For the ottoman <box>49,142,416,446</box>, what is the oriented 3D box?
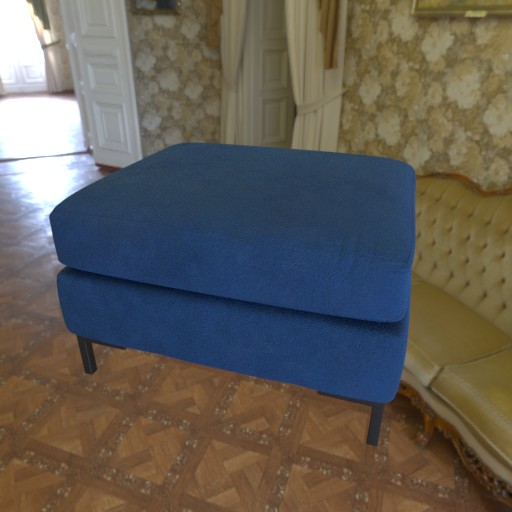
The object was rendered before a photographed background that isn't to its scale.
[{"bbox_3d":[0.000,0.000,1.185,0.794,0.485,0.655,8,29,16],"label":"ottoman"}]
